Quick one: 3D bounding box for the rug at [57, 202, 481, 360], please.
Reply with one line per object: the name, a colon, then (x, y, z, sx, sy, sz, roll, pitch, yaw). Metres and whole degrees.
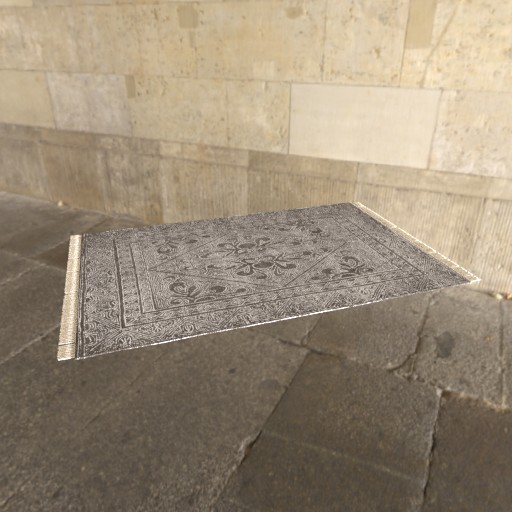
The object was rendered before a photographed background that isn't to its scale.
rug: (0.000, 0.000, 3.035, 2.440, 0.010, 1.529, -8, 28, -16)
